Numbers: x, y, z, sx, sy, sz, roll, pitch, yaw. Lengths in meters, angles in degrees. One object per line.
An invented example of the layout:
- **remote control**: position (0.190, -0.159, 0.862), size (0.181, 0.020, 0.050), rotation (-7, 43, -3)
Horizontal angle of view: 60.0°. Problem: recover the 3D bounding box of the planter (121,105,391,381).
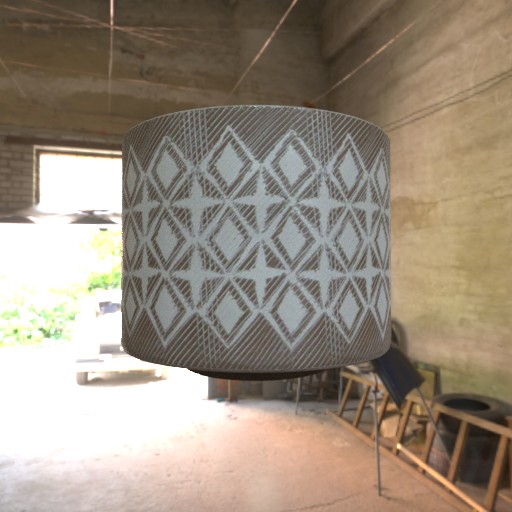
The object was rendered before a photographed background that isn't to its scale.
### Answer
- **planter**: position (0.000, 0.000, 0.217), size (0.126, 0.104, 0.126), rotation (0, -1, 0)
